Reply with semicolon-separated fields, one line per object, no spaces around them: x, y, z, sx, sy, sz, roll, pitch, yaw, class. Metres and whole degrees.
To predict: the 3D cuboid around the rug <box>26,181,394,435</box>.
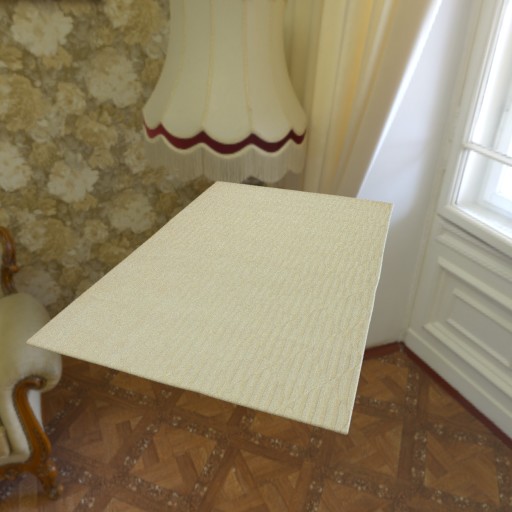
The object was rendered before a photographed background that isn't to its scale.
0.000;0.000;2.270;1.238;0.014;1.848;10;32;17;rug
